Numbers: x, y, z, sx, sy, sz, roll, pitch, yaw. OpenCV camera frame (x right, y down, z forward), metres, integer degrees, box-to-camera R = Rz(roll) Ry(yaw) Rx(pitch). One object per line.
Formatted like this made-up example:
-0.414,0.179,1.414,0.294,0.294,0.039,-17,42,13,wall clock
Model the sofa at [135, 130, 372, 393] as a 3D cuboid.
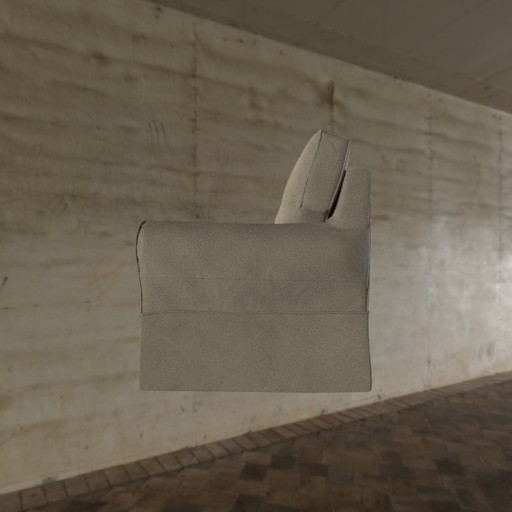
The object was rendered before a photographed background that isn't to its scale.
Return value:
0.000,0.000,2.692,0.900,1.014,2.246,0,0,1,sofa
